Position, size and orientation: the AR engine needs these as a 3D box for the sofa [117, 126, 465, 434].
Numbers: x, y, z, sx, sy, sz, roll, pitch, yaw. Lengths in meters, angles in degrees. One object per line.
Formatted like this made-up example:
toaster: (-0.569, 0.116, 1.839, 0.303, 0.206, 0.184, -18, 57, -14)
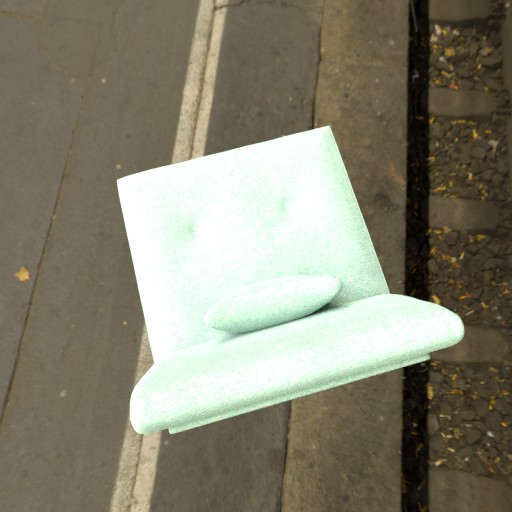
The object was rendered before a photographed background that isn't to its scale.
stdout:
sofa: (0.000, 0.000, 1.635, 0.930, 0.820, 1.000, -15, 75, -4)
